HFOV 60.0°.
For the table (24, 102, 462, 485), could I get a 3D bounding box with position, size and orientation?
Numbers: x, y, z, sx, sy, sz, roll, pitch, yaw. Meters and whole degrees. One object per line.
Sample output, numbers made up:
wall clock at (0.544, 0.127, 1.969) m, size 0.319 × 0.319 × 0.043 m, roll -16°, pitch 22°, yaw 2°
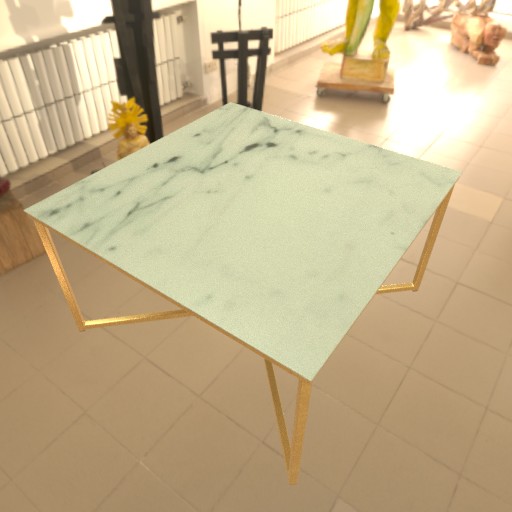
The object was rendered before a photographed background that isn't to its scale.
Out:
table at (0.000, 0.000, 1.279) m, size 0.800 × 0.450 × 0.800 m, roll 26°, pitch 47°, yaw 26°
